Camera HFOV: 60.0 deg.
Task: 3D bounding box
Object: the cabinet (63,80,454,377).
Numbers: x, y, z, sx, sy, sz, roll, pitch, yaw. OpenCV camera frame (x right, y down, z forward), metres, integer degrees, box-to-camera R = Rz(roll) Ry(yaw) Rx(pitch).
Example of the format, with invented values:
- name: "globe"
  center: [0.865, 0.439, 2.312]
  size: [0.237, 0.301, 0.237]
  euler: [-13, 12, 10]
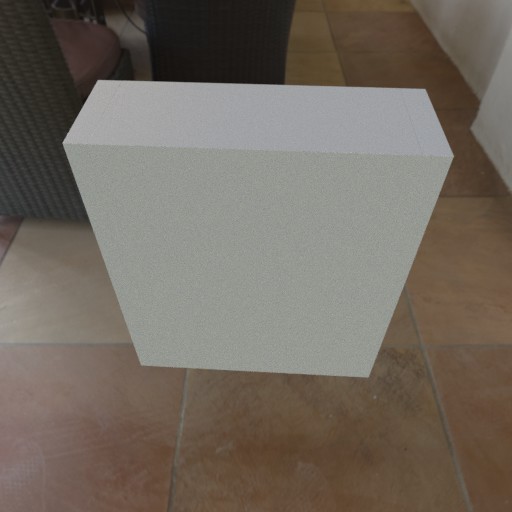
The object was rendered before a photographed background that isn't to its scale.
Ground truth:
- name: "cabinet"
  center: [0.000, 0.000, 1.641]
  size: [0.990, 1.150, 0.348]
  euler: [2, 47, 2]
